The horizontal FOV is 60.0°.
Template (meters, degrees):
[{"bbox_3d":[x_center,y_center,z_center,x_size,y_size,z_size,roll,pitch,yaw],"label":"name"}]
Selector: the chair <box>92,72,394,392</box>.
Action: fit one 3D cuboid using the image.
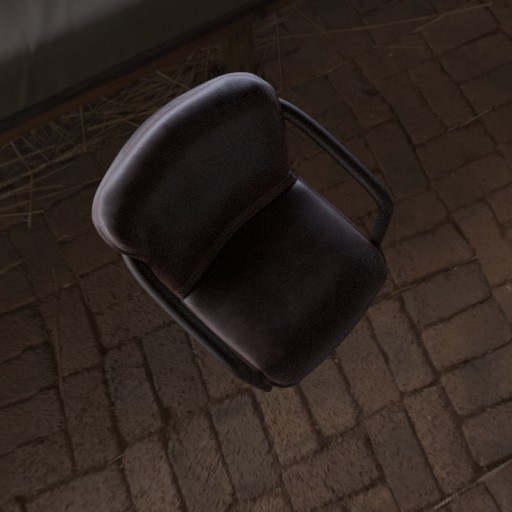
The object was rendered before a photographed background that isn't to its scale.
[{"bbox_3d":[0.000,0.000,1.254,0.664,0.836,0.536,41,80,9],"label":"chair"}]
